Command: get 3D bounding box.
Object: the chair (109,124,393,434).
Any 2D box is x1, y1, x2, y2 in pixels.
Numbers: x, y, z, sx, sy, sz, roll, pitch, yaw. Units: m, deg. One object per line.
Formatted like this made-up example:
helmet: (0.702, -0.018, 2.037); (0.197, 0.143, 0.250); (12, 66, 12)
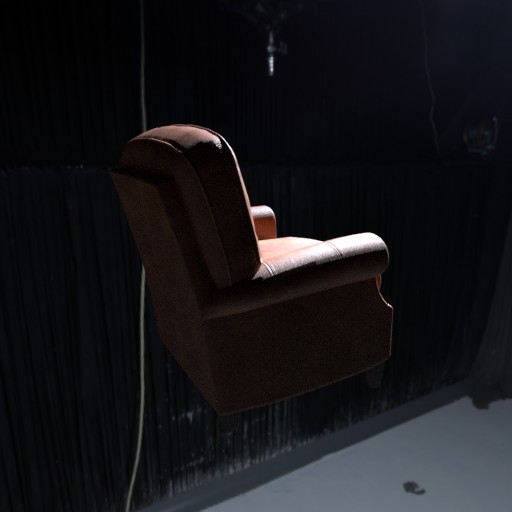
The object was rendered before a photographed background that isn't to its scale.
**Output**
chair: (0.000, 0.000, 1.811); (0.986, 1.018, 0.936); (-8, 16, -27)
